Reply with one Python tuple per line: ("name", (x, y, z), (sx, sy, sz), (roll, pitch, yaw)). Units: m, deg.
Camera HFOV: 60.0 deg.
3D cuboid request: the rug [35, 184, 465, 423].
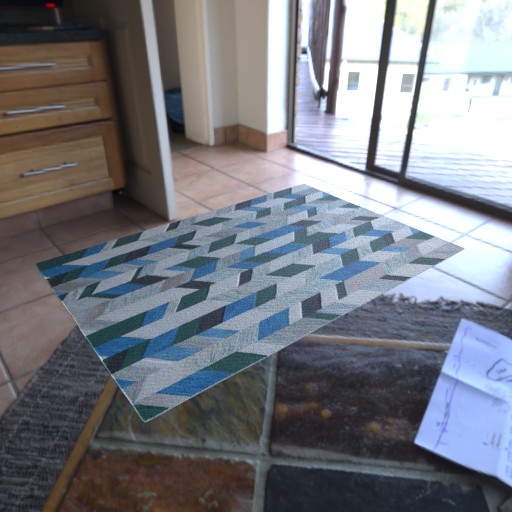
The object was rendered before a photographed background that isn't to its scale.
("rug", (0.000, 0.000, 2.259), (1.827, 0.005, 1.229), (-21, 36, -32))
